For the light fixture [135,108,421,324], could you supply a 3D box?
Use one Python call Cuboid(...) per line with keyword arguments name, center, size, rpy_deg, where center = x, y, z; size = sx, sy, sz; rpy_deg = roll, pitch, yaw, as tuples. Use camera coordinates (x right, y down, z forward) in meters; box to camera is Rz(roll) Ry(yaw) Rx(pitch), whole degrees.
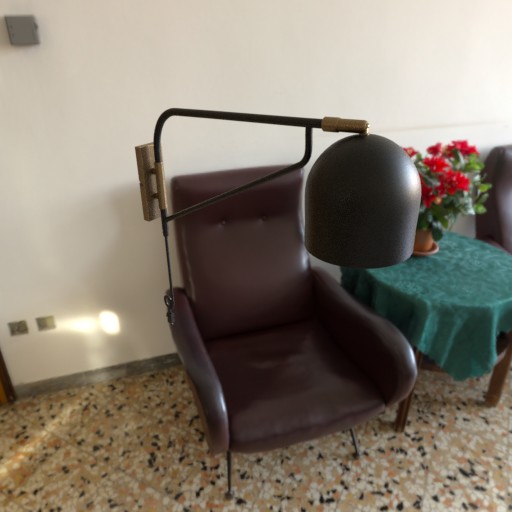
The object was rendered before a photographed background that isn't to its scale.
Cuboid(name="light fixture", center=(0.000, 0.000, 1.075), size=(0.720, 0.696, 0.215), rpy_deg=(19, 33, 32))
